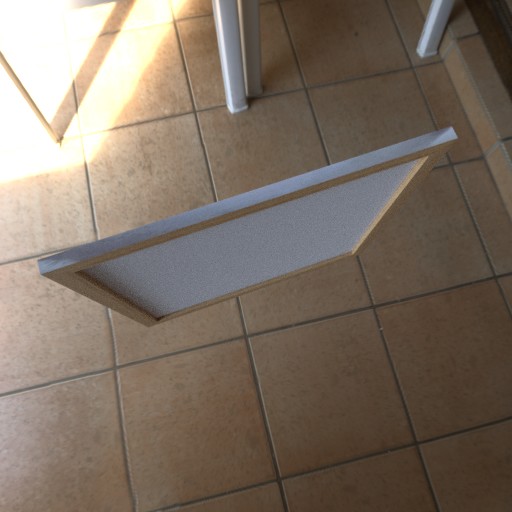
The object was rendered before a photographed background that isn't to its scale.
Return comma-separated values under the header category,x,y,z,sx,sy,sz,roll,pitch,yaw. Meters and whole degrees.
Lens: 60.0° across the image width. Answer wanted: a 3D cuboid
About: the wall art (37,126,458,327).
category,x,y,z,sx,sy,sz,roll,pitch,yaw
wall art,0.000,0.000,1.133,0.762,0.762,0.027,-19,75,-5
